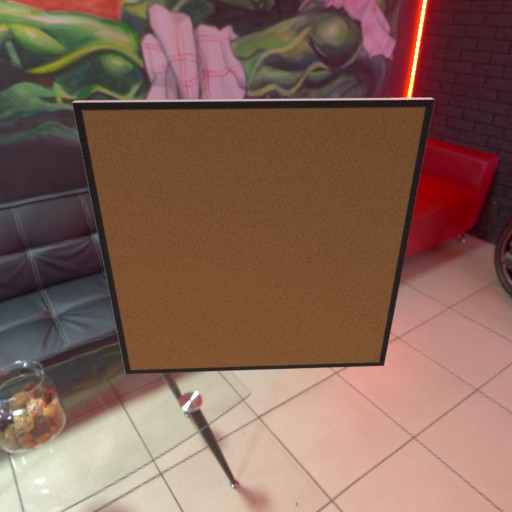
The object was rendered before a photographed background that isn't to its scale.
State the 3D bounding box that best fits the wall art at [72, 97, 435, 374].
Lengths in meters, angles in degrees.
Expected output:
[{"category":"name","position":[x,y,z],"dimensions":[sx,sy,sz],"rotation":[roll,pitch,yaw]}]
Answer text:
[{"category":"wall art","position":[0.000,0.000,1.190],"dimensions":[0.805,0.803,0.022],"rotation":[-1,30,-2]}]
